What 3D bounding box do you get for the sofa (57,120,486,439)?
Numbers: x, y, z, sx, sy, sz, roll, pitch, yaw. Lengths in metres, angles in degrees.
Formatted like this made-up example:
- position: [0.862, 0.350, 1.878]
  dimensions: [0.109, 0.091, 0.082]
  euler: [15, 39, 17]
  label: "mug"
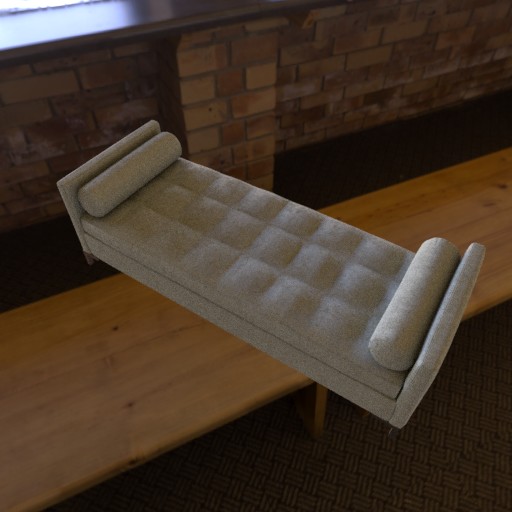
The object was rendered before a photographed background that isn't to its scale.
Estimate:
- position: [0.000, 0.000, 2.462]
  dimensions: [2.102, 0.657, 0.797]
  euler: [25, 52, 21]
  label: "sofa"
